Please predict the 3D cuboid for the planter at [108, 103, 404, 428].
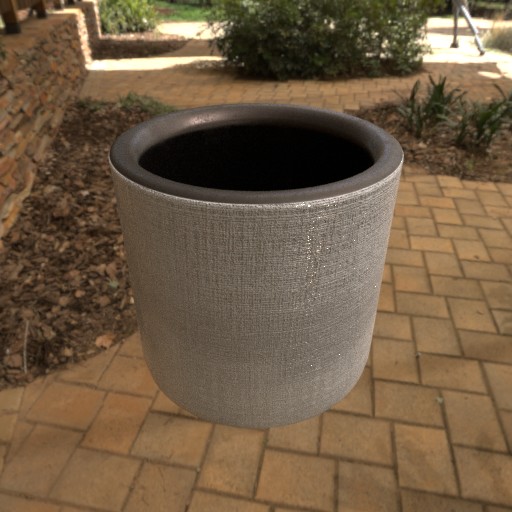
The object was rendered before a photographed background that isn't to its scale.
[{"bbox_3d":[0.000,0.000,0.286,0.160,0.156,0.160,0,33,0],"label":"planter"}]
